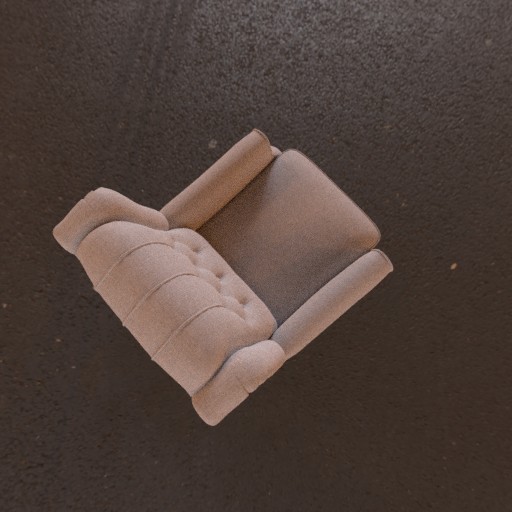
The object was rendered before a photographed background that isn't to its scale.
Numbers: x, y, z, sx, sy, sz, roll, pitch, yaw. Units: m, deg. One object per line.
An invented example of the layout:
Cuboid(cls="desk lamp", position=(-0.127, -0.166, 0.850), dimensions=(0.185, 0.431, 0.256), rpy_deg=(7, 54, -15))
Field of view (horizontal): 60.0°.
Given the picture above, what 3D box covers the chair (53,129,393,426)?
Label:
Cuboid(cls="chair", position=(0.000, 0.000, 1.626), dimensions=(0.902, 1.035, 0.742), rpy_deg=(-41, 79, -10))
